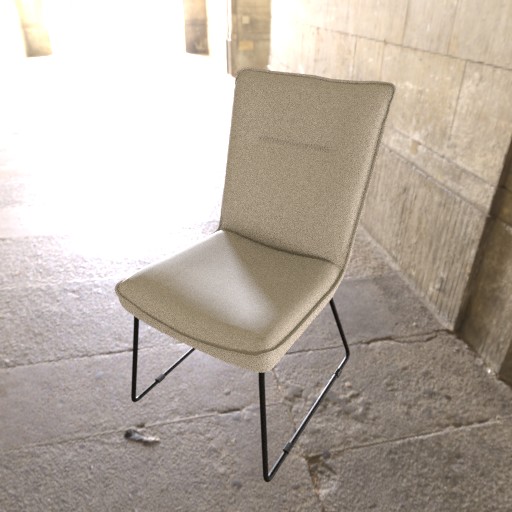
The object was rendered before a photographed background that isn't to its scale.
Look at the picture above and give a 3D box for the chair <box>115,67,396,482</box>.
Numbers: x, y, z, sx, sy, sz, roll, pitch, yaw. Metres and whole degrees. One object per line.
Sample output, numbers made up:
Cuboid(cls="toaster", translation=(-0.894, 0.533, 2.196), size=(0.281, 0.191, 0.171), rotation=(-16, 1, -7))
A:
Cuboid(cls="chair", translation=(0.000, 0.000, 1.308), size=(0.515, 0.930, 0.688), rotation=(18, 35, 28))
